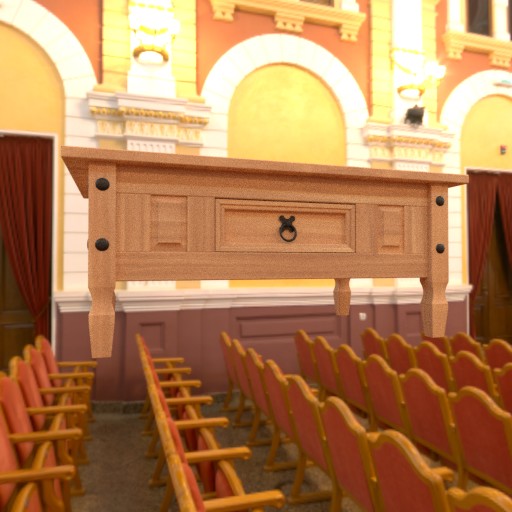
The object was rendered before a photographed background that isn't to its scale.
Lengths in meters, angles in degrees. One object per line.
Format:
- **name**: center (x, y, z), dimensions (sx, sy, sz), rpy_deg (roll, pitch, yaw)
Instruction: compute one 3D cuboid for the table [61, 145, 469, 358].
- **table**: center (0.000, 0.000, 1.313), dimensions (1.000, 0.437, 0.600), rpy_deg (0, -1, -17)
